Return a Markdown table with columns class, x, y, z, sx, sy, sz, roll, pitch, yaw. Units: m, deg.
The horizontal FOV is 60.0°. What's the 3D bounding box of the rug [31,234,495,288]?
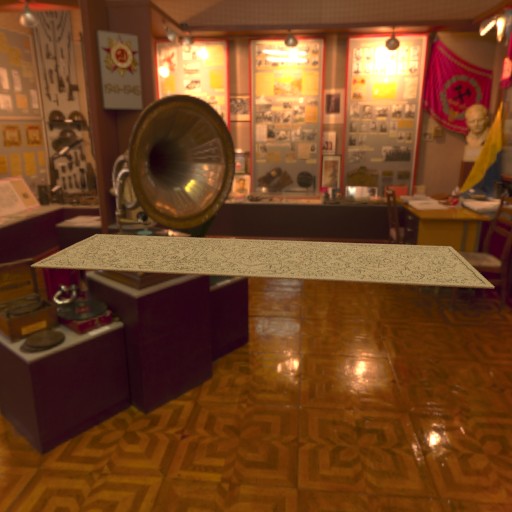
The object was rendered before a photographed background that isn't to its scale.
| class | x | y | z | sx | sy | sz | roll | pitch | yaw |
| --- | --- | --- | --- | --- | --- | --- | --- | --- | --- |
| rug | 0.000 | 0.000 | 2.671 | 2.448 | 0.012 | 0.769 | 2 | 16 | 8 |
